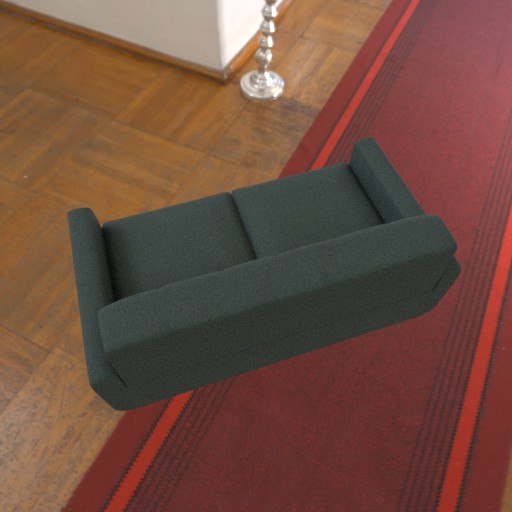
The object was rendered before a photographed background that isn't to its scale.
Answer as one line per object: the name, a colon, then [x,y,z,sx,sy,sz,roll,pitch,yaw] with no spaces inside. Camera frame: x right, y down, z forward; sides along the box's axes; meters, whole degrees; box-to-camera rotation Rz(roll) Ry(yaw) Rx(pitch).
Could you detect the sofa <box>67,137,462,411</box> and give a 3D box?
sofa: [0.000,0.000,2.159,1.631,0.841,0.909,-16,59,-10]
